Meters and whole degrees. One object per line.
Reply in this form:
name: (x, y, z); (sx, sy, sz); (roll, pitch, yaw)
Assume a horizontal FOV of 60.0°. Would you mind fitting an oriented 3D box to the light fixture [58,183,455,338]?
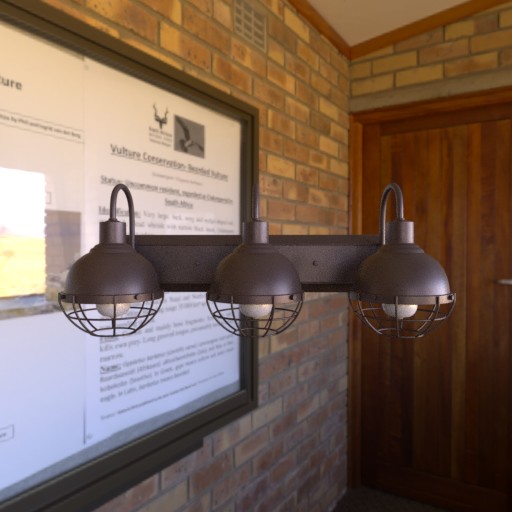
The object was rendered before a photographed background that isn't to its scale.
light fixture: (0.000, 0.000, 0.765); (0.634, 0.254, 0.229); (0, 1, 1)
